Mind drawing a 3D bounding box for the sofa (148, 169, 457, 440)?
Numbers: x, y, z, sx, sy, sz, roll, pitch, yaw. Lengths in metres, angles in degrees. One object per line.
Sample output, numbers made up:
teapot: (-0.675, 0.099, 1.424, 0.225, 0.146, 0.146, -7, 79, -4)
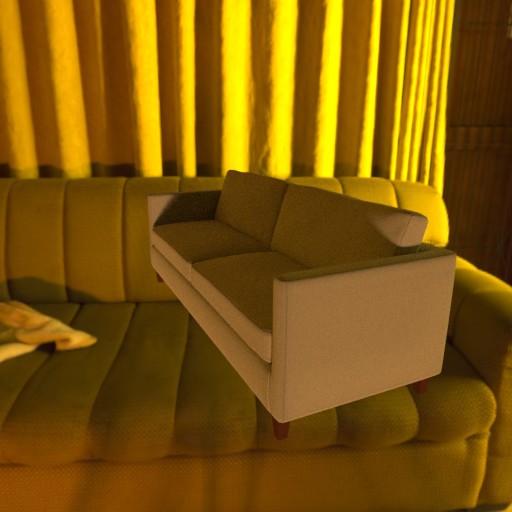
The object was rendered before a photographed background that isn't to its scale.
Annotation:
sofa: (0.000, 0.000, 2.962, 0.948, 0.965, 2.434, -8, 18, -24)
